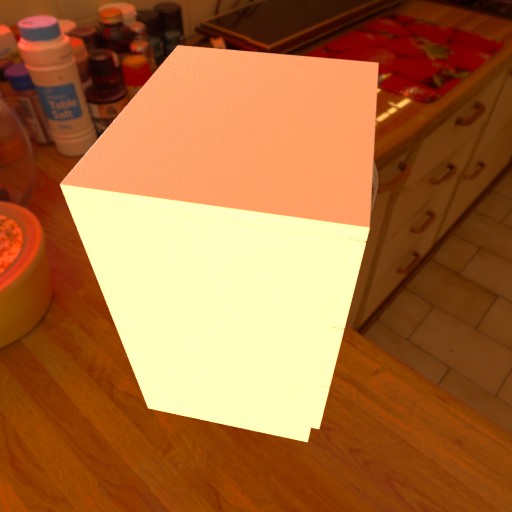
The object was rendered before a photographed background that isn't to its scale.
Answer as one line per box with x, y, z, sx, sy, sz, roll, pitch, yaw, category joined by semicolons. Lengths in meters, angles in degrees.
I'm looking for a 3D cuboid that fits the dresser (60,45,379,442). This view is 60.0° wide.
0.000;0.000;0.803;0.360;0.560;0.400;9;47;8;dresser
